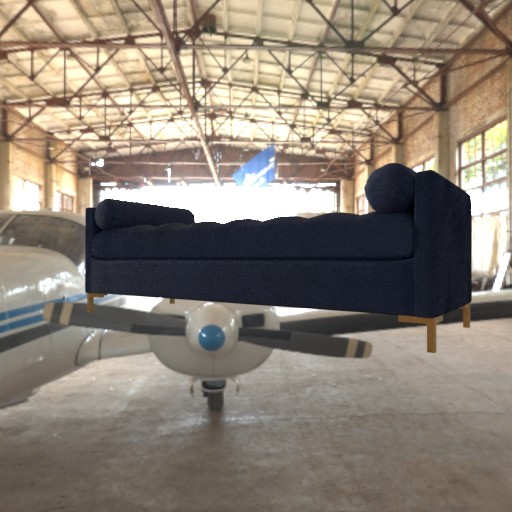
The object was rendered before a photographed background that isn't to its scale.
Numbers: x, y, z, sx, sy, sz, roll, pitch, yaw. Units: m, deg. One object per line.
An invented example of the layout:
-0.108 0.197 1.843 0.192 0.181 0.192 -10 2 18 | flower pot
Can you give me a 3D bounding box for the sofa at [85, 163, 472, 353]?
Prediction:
0.000 0.000 2.473 2.102 0.705 0.796 0 0 35 | sofa
